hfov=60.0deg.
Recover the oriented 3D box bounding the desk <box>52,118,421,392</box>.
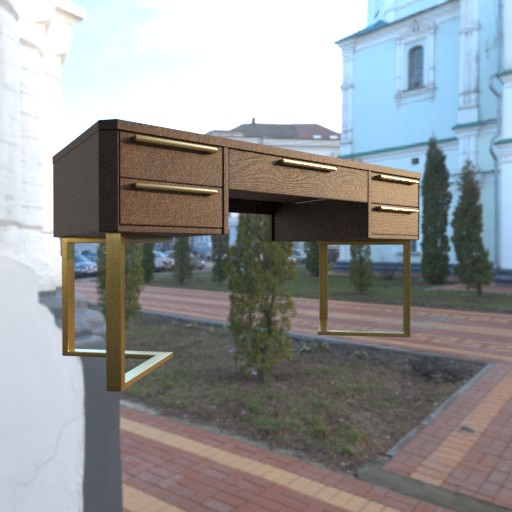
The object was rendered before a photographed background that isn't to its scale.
[{"bbox_3d":[0.000,0.000,1.885,1.479,0.762,0.684,0,1,-36],"label":"desk"}]
